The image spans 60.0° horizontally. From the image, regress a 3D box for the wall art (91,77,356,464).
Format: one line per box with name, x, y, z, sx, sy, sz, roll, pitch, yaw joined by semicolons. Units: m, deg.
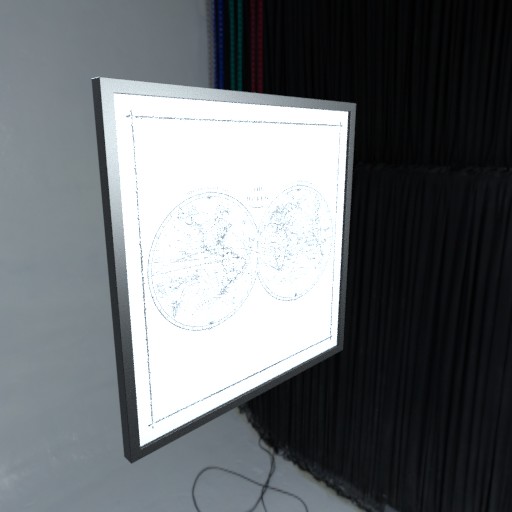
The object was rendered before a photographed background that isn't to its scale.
wall art;0.000;0.000;1.123;0.773;0.775;0.031;-14;20;-42
